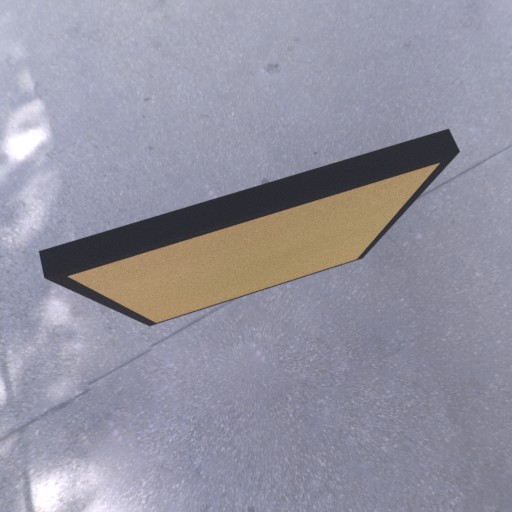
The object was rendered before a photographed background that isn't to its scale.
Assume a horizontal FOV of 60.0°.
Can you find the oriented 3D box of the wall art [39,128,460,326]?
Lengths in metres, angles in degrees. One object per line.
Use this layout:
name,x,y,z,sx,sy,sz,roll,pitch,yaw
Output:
wall art,0.000,0.000,0.764,0.508,0.507,0.033,-17,76,-5
